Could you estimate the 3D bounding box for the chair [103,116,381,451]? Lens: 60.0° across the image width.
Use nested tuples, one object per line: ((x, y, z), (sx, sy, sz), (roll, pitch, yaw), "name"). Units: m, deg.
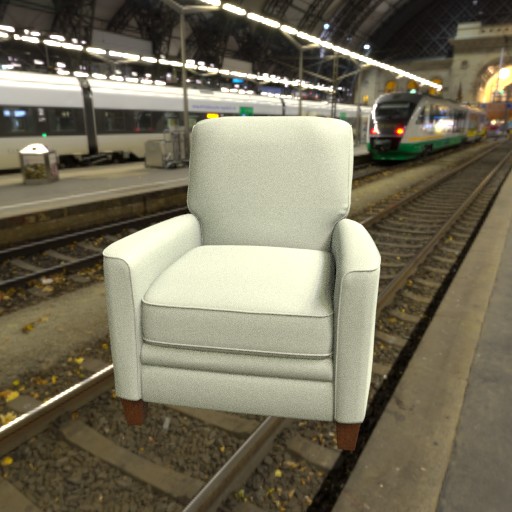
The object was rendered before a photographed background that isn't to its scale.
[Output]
((0.000, 0.000, 1.657), (0.853, 1.007, 0.846), (3, 17, 9), "chair")
